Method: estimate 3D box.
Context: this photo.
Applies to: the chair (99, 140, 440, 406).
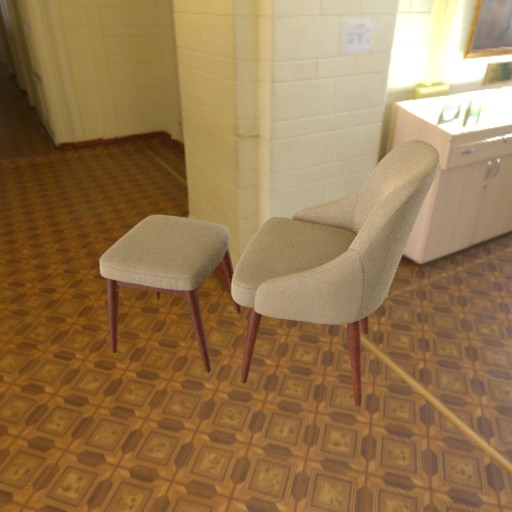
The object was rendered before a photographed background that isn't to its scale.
[{"bbox_3d":[0.000,0.000,1.637,1.114,0.866,0.584,8,31,14],"label":"chair"}]
